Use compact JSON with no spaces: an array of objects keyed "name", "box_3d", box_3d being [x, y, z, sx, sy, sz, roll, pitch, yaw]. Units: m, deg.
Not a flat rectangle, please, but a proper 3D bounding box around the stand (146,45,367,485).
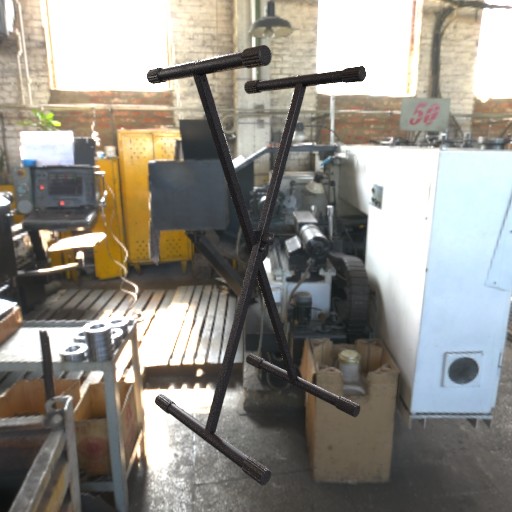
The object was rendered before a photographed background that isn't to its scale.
[{"name":"stand","box_3d":[0.000,0.000,1.187,0.409,0.940,0.449,-14,20,-42]}]
